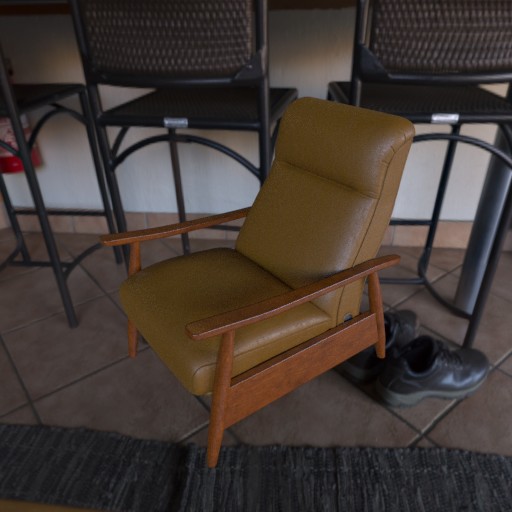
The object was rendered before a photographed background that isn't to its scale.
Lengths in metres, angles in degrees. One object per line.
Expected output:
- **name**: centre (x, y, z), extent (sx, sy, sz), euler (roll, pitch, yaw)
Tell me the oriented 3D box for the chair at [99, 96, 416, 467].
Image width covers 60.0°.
- **chair**: centre (0.000, 0.000, 1.812), extent (1.014, 1.082, 0.762), euler (-20, 36, -31)
